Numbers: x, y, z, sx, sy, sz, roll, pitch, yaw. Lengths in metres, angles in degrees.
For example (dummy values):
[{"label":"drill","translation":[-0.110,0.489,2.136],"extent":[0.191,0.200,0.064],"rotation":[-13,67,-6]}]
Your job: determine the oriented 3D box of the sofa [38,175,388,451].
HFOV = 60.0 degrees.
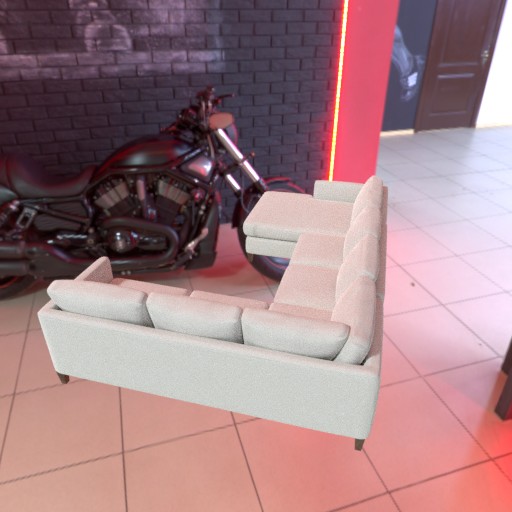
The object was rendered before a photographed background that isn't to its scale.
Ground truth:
[{"label":"sofa","translation":[0.000,0.000,4.626],"extent":[2.593,0.956,3.459],"rotation":[8,31,13]}]
